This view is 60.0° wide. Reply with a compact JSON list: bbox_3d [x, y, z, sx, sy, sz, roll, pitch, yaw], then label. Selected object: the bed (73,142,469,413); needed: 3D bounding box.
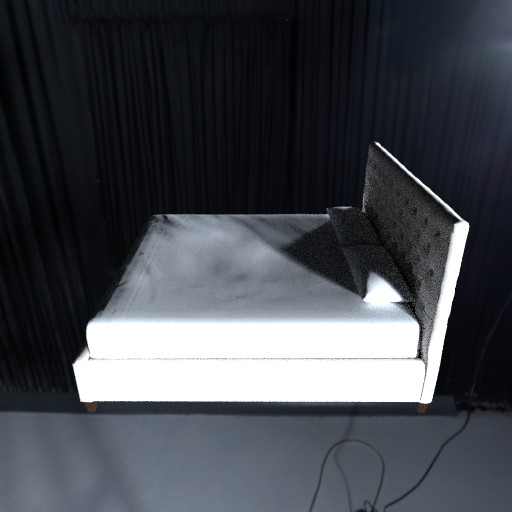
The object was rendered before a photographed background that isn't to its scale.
[{"bbox_3d":[0.000,0.000,3.642,2.387,1.427,2.078,0,27,0],"label":"bed"}]
